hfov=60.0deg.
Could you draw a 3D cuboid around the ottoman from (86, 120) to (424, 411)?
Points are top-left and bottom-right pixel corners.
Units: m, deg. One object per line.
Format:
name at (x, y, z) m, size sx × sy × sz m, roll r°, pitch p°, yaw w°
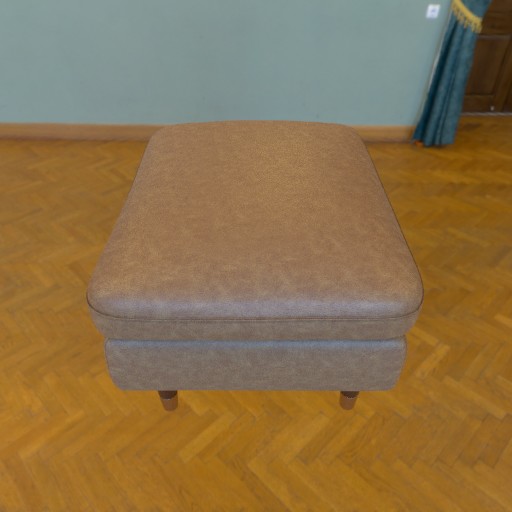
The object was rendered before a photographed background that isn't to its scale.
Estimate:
ottoman at (0.000, 0.000, 1.102) m, size 0.593 × 0.478 × 0.747 m, roll 0°, pitch 39°, yaw 0°
